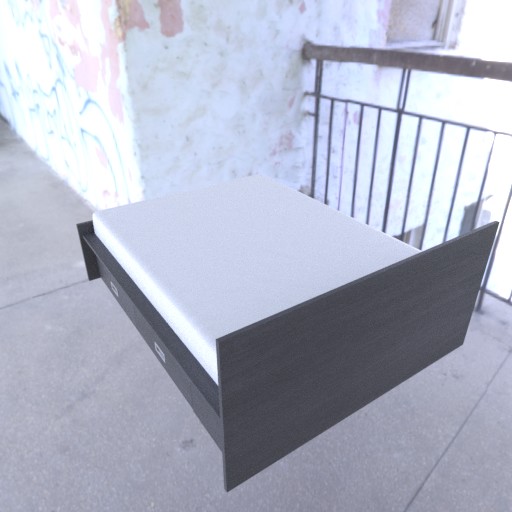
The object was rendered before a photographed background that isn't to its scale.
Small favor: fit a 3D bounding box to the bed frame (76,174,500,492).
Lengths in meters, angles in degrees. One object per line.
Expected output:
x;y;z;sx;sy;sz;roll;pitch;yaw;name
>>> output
0.000;0.000;2.725;1.622;0.800;1.960;-19;35;-29;bed frame
